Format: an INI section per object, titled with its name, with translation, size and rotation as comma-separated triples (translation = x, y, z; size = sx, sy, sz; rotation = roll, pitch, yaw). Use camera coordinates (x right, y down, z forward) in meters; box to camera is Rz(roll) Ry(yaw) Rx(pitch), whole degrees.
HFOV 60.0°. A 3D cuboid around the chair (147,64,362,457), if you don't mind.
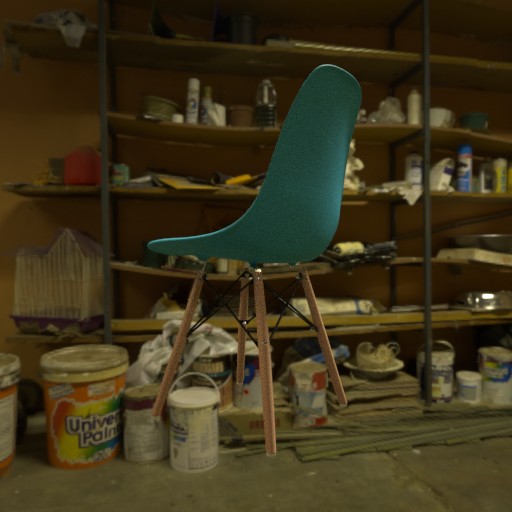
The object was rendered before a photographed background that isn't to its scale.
[chair]
translation = 0.000, 0.000, 1.164
size = 0.531, 0.826, 0.470
rotation = 0, 0, 35
